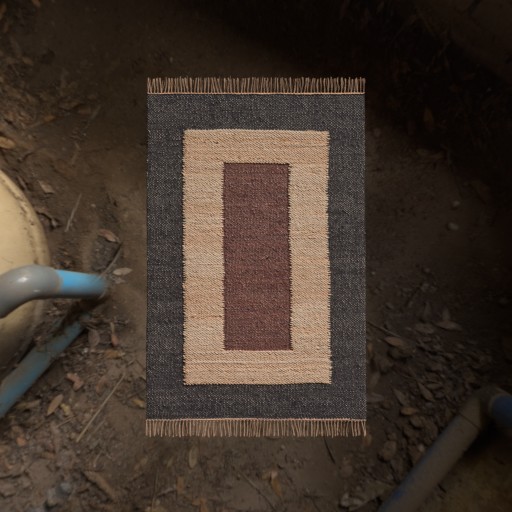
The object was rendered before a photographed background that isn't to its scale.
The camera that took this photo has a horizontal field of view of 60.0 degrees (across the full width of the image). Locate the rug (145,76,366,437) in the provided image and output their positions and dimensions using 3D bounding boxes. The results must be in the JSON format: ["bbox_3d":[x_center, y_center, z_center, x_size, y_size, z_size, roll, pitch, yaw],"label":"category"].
[{"bbox_3d":[0.000,0.000,2.475,1.224,0.027,2.021,0,89,0],"label":"rug"}]
